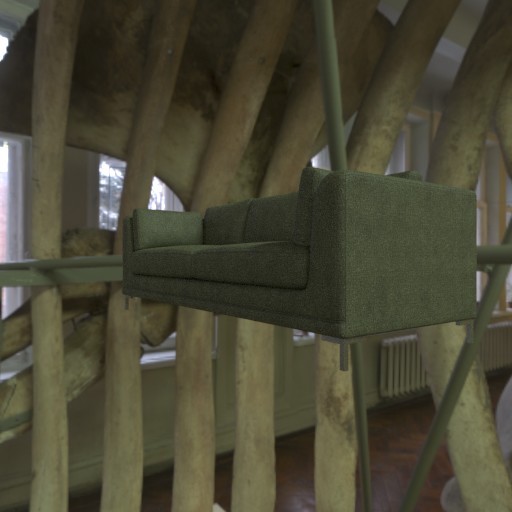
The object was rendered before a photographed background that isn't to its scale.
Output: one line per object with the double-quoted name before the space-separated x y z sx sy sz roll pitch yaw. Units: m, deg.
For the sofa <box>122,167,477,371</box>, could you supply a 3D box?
"sofa" 0.000 0.000 2.891 0.969 0.867 2.415 0 0 -36
